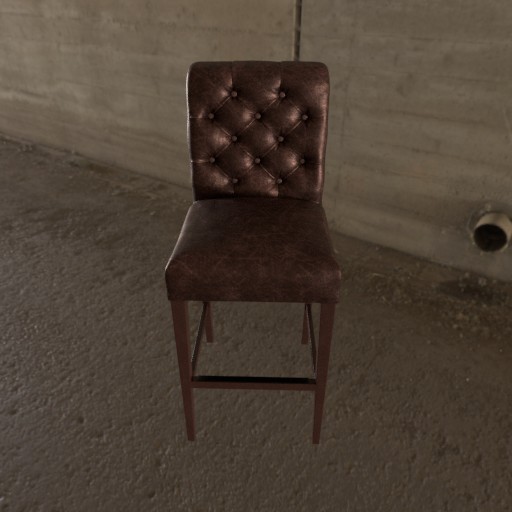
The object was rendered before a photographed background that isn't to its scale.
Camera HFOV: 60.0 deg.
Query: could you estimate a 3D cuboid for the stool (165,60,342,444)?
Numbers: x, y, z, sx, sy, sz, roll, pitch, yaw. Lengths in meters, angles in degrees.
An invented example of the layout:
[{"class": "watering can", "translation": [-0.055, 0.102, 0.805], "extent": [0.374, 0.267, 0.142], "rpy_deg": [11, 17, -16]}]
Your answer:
[{"class": "stool", "translation": [0.000, 0.000, 1.531], "extent": [0.483, 1.168, 0.659], "rpy_deg": [1, 32, 1]}]
